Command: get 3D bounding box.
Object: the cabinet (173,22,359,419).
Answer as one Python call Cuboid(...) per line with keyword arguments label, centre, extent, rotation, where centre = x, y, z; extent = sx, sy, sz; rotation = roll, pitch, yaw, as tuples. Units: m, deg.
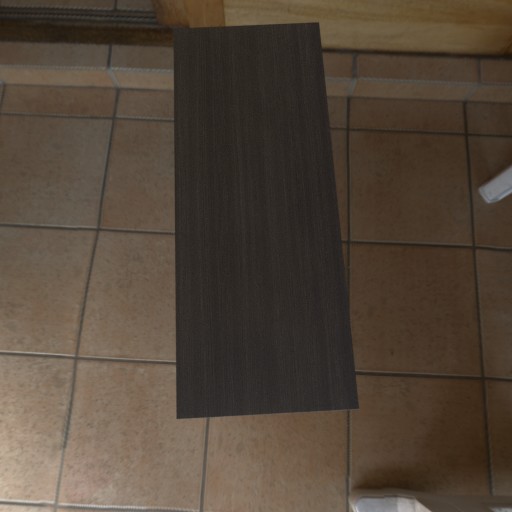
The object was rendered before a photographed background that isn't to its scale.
Cuboid(label="cabinet", centre=(0.000, 0.000, 1.658), extent=(0.400, 1.170, 1.010), rotation=(-3, 76, -1))
